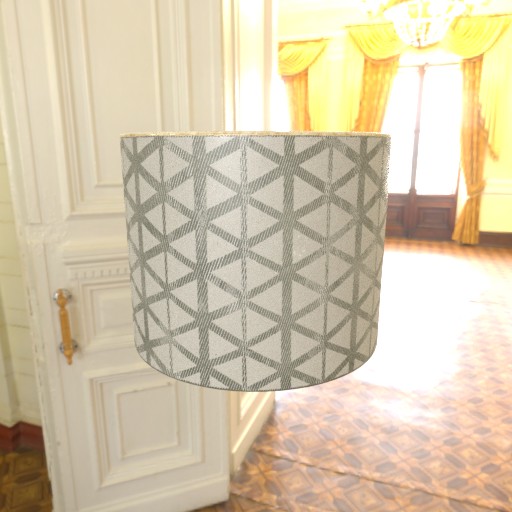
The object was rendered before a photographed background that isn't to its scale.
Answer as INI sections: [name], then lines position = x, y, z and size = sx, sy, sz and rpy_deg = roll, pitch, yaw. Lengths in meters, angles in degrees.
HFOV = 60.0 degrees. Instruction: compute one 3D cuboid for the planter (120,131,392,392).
[planter]
position = 0.000, 0.000, 0.453
size = 0.250, 0.239, 0.250
rpy_deg = 0, 14, 0
